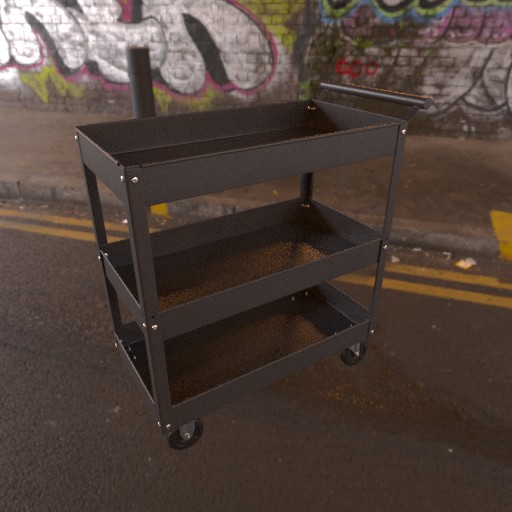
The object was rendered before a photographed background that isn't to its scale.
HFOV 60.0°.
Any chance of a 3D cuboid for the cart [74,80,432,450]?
[{"bbox_3d":[0.000,0.000,1.158,0.719,0.780,0.366,-17,33,-28],"label":"cart"}]
